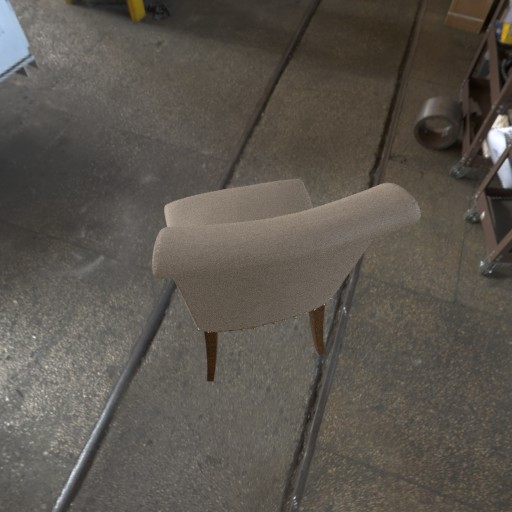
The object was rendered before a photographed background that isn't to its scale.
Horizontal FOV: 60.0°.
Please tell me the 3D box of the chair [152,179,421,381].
[{"bbox_3d":[0.000,0.000,1.345,0.513,0.988,0.608,-12,59,-8],"label":"chair"}]
